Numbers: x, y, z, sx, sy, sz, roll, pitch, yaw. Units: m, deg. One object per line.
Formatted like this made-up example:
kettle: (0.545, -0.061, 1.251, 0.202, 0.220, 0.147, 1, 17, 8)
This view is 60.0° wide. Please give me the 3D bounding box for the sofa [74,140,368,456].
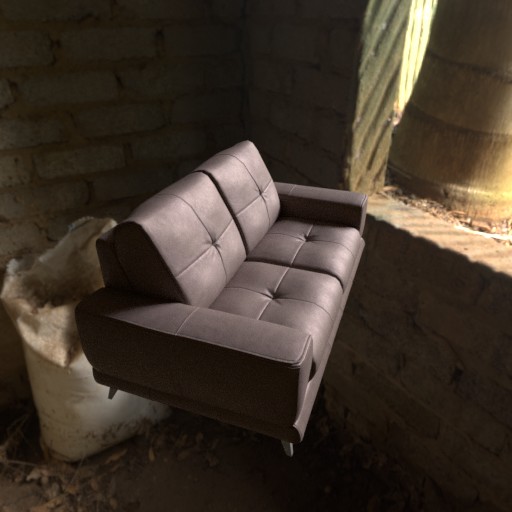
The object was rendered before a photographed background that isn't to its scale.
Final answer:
sofa: (0.000, 0.000, 2.458, 1.018, 0.907, 1.806, 10, 31, 17)
